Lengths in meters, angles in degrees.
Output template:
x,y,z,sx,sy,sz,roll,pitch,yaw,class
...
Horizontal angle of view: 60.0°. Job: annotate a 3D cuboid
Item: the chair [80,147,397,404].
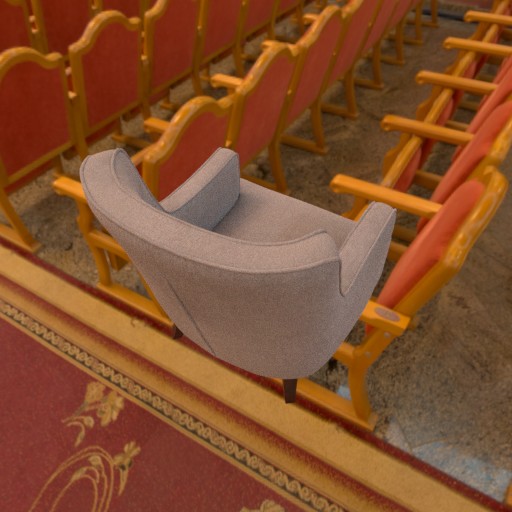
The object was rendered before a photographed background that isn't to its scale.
x,y,z,sx,sy,sz,roll,pitch,yaw,class
0.000,0.000,1.583,0.781,0.919,0.910,24,51,21,chair
